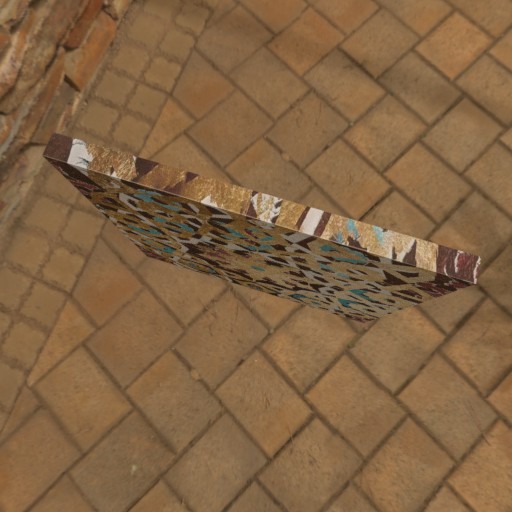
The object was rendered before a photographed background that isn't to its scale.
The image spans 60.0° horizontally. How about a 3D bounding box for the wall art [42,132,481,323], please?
[{"bbox_3d":[0.000,0.000,0.897,0.609,0.613,0.041,17,77,4],"label":"wall art"}]
